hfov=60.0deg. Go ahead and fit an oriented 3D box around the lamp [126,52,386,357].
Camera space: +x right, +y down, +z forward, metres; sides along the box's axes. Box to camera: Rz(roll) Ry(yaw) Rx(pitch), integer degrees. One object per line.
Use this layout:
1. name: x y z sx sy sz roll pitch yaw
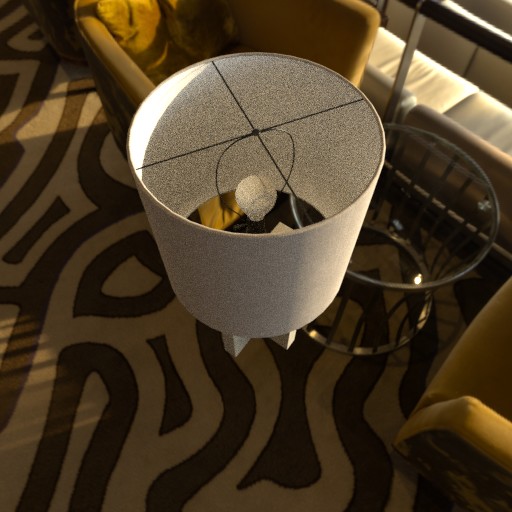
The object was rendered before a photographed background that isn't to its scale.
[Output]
1. lamp: 0.000 0.000 0.576 0.229 0.428 0.229 32 64 18
